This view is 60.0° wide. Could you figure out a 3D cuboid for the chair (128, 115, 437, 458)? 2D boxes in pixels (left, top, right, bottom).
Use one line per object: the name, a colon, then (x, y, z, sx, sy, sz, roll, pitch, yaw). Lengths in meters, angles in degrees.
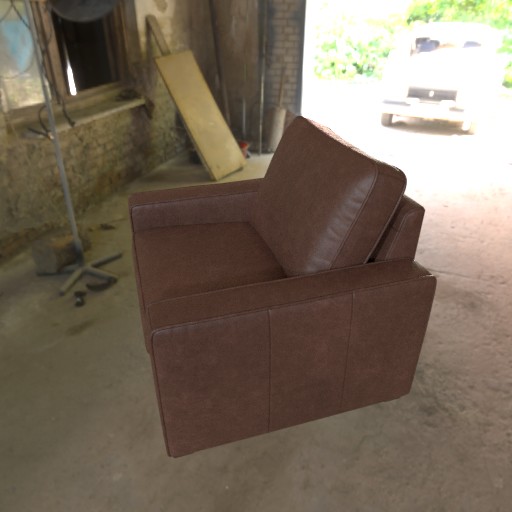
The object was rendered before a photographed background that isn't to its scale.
chair: (0.000, 0.000, 1.761, 0.940, 0.919, 1.017, -9, 32, -15)
